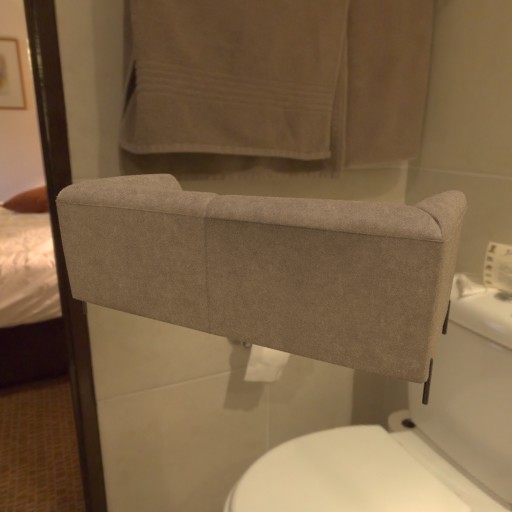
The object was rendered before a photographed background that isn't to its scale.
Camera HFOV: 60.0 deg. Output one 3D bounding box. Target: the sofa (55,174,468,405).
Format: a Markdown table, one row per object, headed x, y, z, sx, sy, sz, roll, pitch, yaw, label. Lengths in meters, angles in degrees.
| x | y | z | sx | sy | sz | roll | pitch | yaw | label |
| --- | --- | --- | --- | --- | --- | --- | --- | --- | --- |
| 0.000 | 0.000 | 2.285 | 1.878 | 0.747 | 0.905 | 8 | 18 | 27 | sofa |
